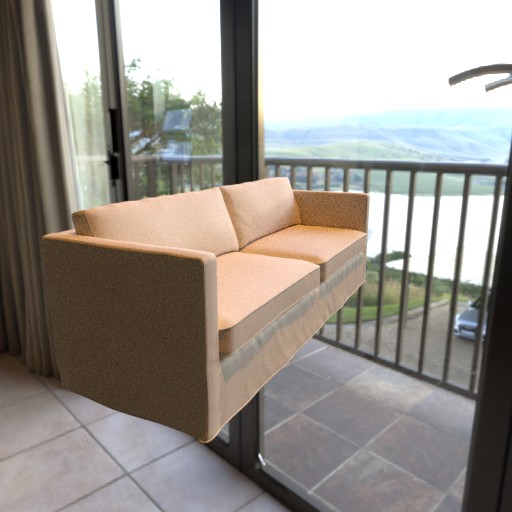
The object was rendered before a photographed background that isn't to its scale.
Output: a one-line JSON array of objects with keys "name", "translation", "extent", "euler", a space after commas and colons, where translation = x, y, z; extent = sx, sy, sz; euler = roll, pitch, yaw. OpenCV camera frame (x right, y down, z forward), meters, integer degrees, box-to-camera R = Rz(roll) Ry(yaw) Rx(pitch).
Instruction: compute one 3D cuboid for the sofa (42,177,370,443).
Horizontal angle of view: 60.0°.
[{"name": "sofa", "translation": [0.000, 0.000, 3.254], "extent": [1.036, 0.999, 2.779], "euler": [7, 16, 27]}]
